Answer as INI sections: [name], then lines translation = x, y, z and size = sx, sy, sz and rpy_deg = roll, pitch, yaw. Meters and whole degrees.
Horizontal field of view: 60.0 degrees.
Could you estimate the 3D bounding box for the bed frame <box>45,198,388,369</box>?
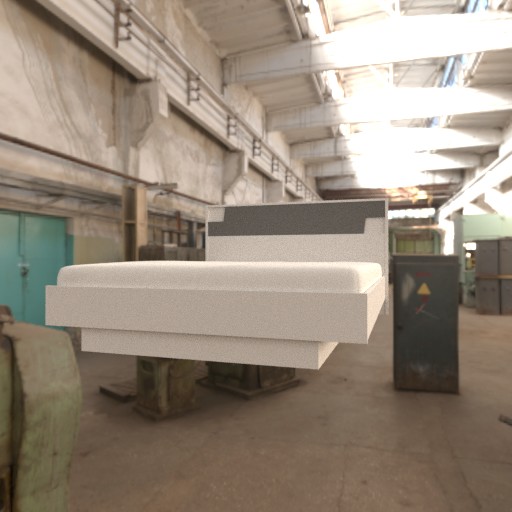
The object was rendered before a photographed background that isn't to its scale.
[bed frame]
translation = 0.000, 0.000, 3.094
size = 1.711, 1.001, 2.100
rpy_deg = 0, 0, 18
